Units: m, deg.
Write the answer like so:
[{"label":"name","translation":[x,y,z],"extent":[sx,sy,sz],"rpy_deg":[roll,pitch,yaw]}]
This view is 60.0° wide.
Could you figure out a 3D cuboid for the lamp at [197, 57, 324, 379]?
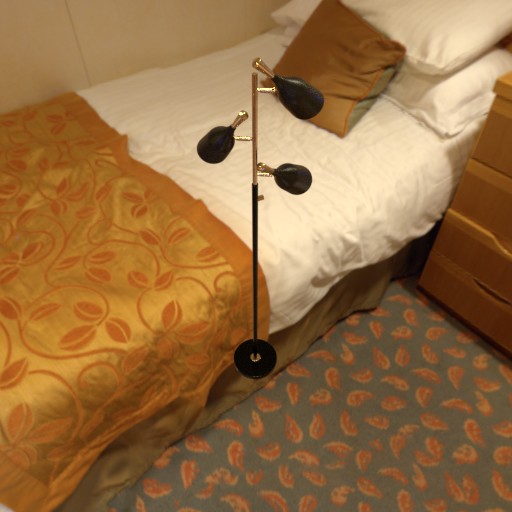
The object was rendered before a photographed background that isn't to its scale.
[{"label":"lamp","translation":[0.000,0.000,1.940],"extent":[0.434,1.778,0.253],"rpy_deg":[4,47,4]}]
